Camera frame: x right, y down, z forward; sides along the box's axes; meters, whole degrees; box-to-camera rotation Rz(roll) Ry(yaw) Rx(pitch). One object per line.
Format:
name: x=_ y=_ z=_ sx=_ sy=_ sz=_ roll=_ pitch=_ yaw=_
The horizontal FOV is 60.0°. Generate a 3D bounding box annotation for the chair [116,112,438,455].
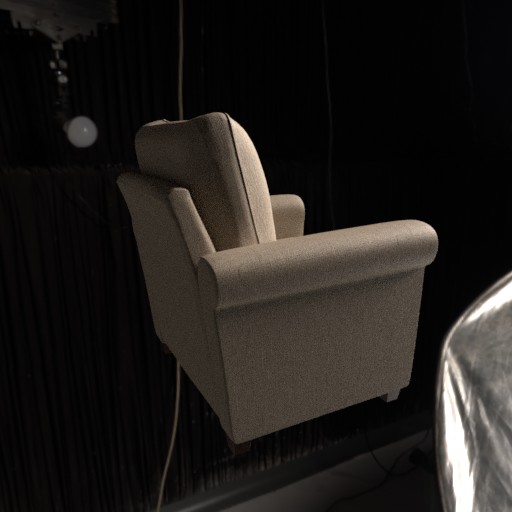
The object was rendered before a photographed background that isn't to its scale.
chair: x=0.000 y=0.000 z=2.264 sx=1.180 sy=1.349 sz=1.275 roll=-8 pitch=17 yaw=-26
